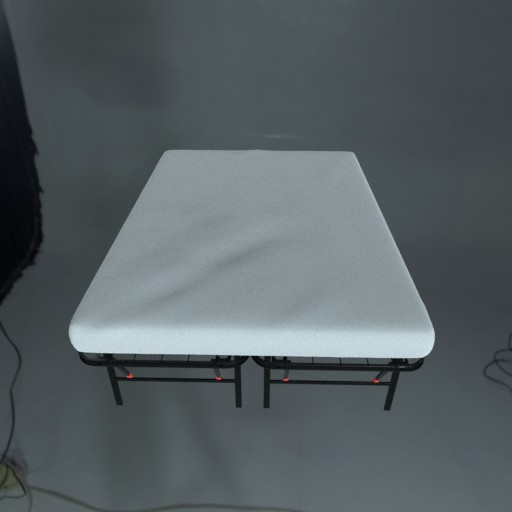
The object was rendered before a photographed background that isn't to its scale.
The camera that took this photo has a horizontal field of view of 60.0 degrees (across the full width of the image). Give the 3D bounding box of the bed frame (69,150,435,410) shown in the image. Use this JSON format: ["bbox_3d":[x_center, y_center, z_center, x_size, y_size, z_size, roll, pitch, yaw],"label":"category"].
[{"bbox_3d":[0.000,0.000,2.542,1.372,0.637,1.905,1,33,1],"label":"bed frame"}]
